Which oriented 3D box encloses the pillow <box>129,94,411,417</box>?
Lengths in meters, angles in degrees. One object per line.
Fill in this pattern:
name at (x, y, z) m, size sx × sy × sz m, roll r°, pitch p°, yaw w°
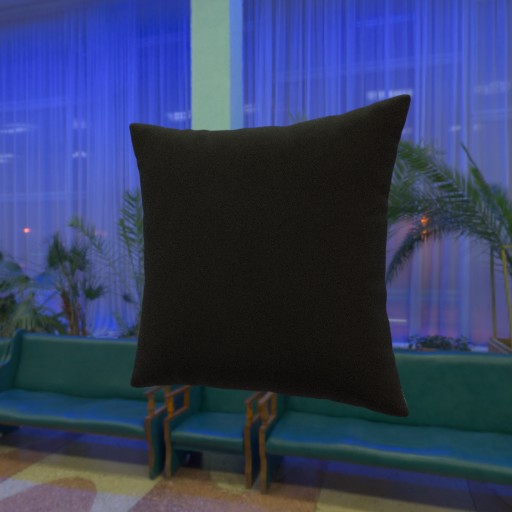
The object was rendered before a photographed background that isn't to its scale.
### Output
pillow at (0.000, 0.000, 0.776) m, size 0.511 × 0.509 × 0.161 m, roll 0°, pitch 1°, yaw 18°
